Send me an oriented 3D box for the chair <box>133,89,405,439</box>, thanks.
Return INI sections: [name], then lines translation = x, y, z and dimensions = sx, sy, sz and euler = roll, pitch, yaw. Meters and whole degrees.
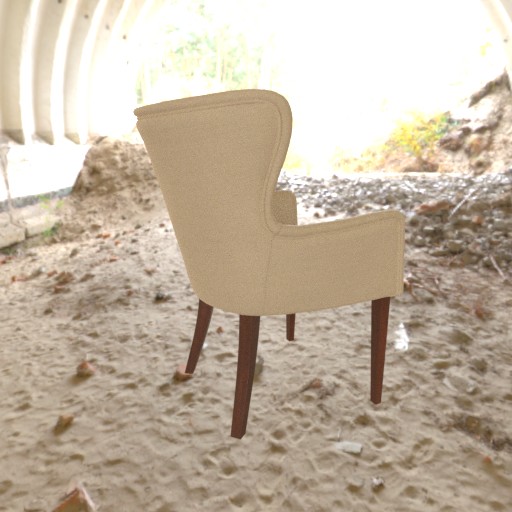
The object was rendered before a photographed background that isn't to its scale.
[chair]
translation = 0.000, 0.000, 1.499
dimensions = 0.744, 0.990, 0.696
euler = -8, 16, -27
